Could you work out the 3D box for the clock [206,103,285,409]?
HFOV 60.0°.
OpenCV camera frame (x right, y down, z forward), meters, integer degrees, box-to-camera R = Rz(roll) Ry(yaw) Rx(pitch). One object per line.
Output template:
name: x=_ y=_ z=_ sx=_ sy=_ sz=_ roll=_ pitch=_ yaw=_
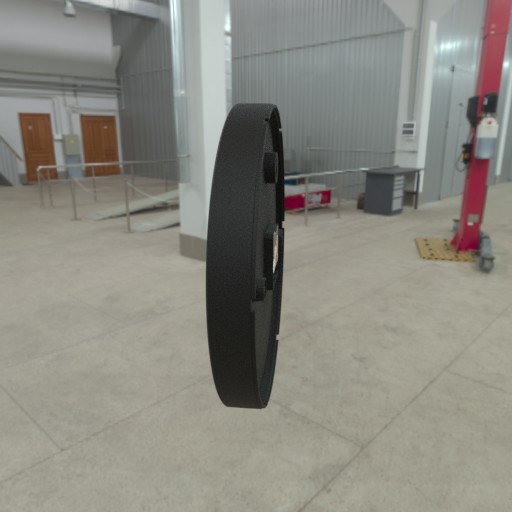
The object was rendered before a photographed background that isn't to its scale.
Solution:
clock: x=0.000 y=0.000 z=0.450 sx=0.040 sy=0.293 sz=0.293 roll=2 pitch=15 yaw=7
